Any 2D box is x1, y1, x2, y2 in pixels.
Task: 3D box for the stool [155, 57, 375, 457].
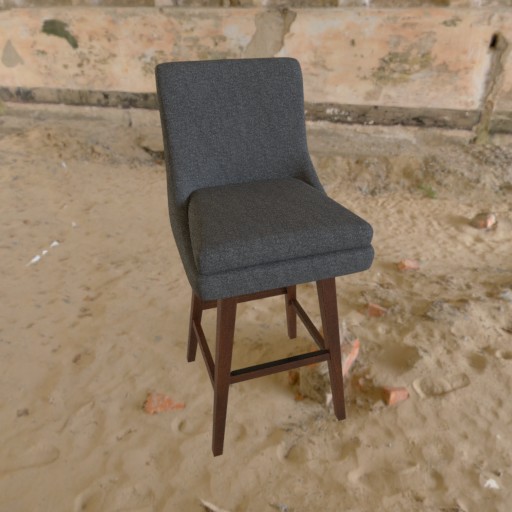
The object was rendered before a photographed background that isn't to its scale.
[{"bbox_3d":[0.000,0.000,1.375,0.489,1.068,0.572,-10,32,-16],"label":"stool"}]
